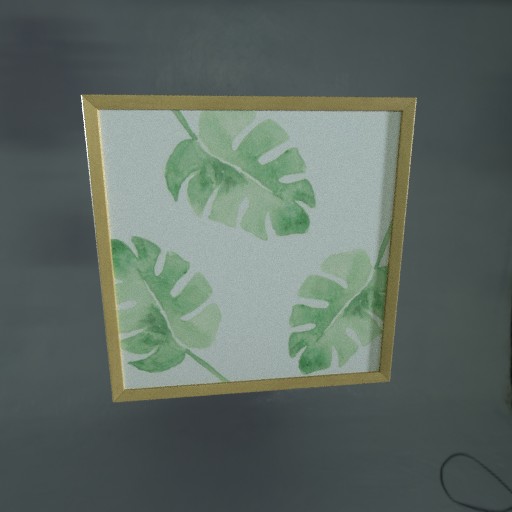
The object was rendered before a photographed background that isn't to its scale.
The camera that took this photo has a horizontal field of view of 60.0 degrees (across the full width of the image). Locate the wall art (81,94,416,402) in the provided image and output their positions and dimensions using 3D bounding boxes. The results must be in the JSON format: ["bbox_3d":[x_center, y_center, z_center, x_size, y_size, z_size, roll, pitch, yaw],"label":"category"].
[{"bbox_3d":[0.000,0.000,1.124,0.763,0.763,0.037,-2,16,-7],"label":"wall art"}]
